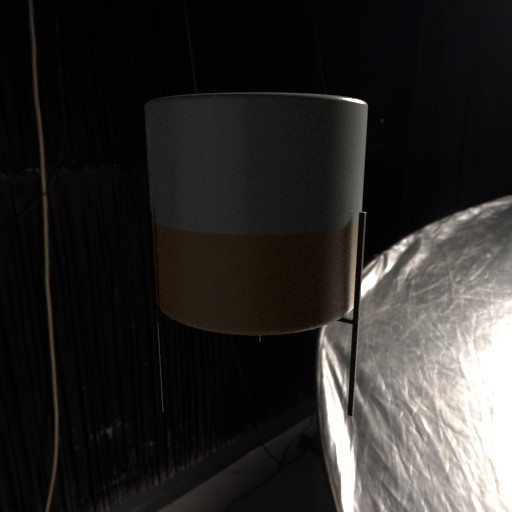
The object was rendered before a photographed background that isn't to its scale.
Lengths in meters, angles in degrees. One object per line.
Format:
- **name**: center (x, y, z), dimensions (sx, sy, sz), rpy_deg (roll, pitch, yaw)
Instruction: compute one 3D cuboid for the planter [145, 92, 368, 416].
- **planter**: center (0.000, 0.000, 0.661), dimensions (0.310, 0.432, 0.310), rpy_deg (-13, 19, -42)
